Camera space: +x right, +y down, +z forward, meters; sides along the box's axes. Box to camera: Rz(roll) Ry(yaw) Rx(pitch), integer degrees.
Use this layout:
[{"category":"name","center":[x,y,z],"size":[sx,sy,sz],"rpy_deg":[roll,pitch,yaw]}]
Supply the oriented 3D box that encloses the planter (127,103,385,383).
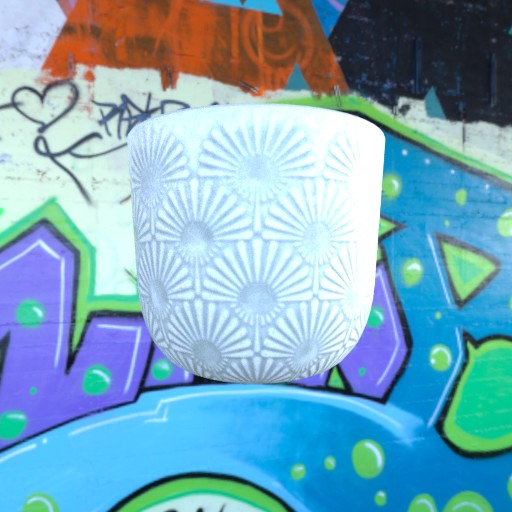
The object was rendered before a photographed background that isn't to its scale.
[{"category":"planter","center":[0.000,0.000,0.303],"size":[0.170,0.152,0.170],"rpy_deg":[0,0,0]}]
